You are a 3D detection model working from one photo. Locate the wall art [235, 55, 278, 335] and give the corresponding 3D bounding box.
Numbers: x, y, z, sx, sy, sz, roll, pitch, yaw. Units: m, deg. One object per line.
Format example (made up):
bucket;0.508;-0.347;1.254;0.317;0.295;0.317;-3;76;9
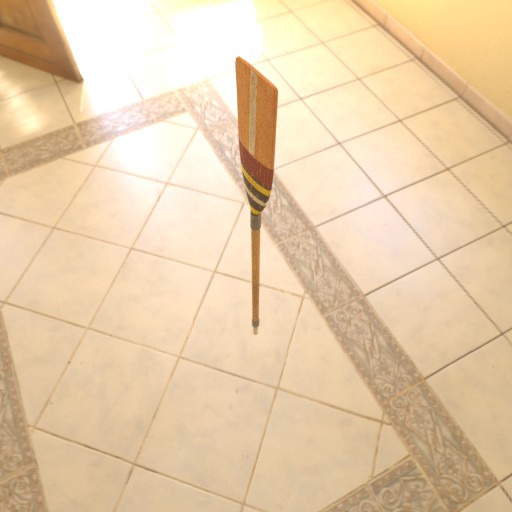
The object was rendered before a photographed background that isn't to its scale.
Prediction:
wall art;0.000;0.000;1.626;0.038;1.556;0.146;-33;64;-18
